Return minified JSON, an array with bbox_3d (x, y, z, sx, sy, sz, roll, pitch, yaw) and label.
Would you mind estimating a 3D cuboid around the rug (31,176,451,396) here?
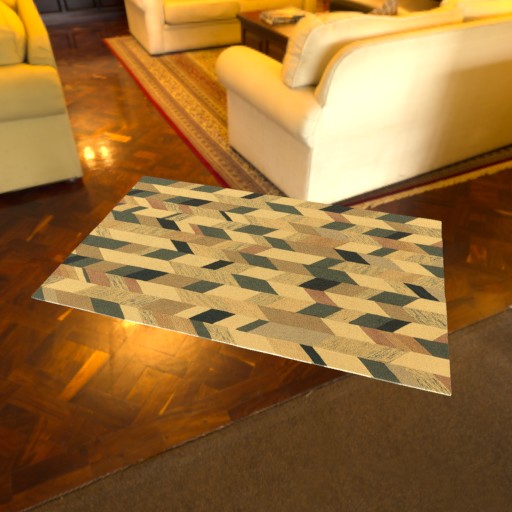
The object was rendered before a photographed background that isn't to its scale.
[{"bbox_3d":[0.000,0.000,2.979,2.423,0.008,1.513,10,41,12],"label":"rug"}]
